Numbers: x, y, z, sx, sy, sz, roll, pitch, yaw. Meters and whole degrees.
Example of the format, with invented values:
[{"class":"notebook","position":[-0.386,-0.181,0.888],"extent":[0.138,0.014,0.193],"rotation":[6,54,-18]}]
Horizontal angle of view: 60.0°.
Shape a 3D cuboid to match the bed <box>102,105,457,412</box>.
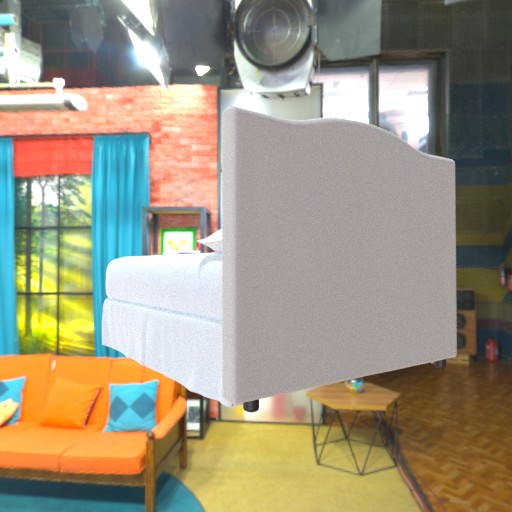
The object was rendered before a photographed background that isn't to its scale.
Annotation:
[{"class":"bed","position":[0.000,0.000,3.283],"extent":[1.753,1.460,2.143],"rotation":[1,-1,-35]}]
